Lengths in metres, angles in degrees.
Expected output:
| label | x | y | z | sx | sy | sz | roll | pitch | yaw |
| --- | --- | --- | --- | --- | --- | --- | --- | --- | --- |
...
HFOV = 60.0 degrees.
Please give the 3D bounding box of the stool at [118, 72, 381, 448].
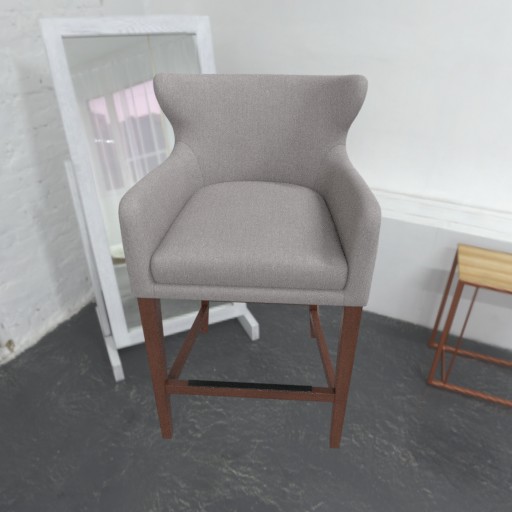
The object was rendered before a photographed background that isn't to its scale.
| label | x | y | z | sx | sy | sz | roll | pitch | yaw |
| --- | --- | --- | --- | --- | --- | --- | --- | --- | --- |
| stool | 0.000 | 0.000 | 1.296 | 0.575 | 0.951 | 0.575 | 2 | 32 | 3 |
